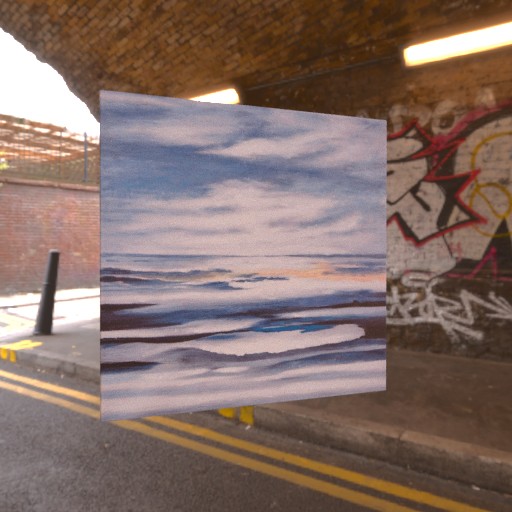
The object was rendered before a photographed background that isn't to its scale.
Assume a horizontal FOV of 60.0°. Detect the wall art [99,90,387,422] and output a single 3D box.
[{"bbox_3d":[0.000,0.000,1.124,0.747,0.747,0.035,0,0,-18],"label":"wall art"}]
